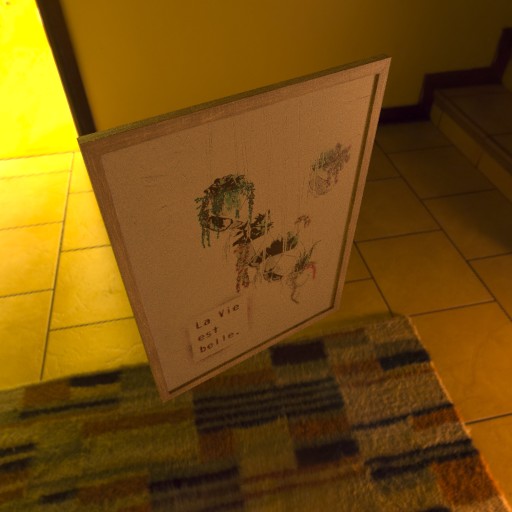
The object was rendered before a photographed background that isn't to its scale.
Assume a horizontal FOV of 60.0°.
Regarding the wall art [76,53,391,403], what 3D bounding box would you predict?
[{"bbox_3d":[0.000,0.000,1.335,0.781,1.022,0.035,-24,50,-22],"label":"wall art"}]
